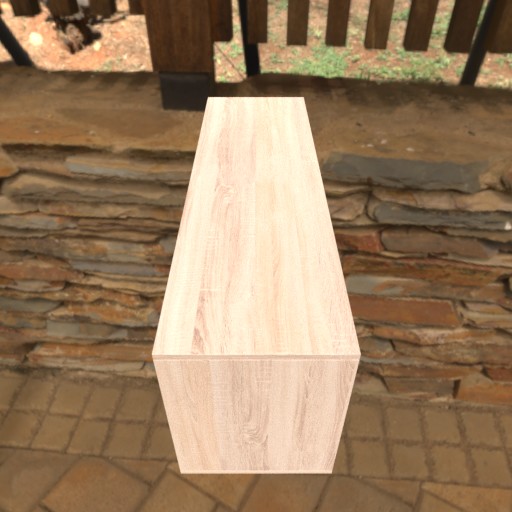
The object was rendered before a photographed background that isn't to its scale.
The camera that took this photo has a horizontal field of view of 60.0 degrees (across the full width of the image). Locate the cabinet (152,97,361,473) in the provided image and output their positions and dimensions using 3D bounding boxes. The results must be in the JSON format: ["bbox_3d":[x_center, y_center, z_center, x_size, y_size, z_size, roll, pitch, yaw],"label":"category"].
[{"bbox_3d":[0.000,0.000,1.939,0.500,0.780,1.650,0,40,0],"label":"cabinet"}]
